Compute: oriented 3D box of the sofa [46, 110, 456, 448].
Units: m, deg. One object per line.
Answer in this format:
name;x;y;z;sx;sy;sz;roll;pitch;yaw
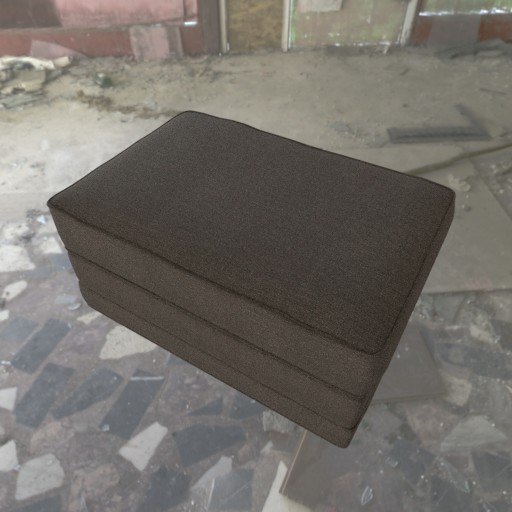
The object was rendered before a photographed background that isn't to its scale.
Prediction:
sofa;0.000;0.000;1.211;0.854;0.457;0.578;23;49;21
